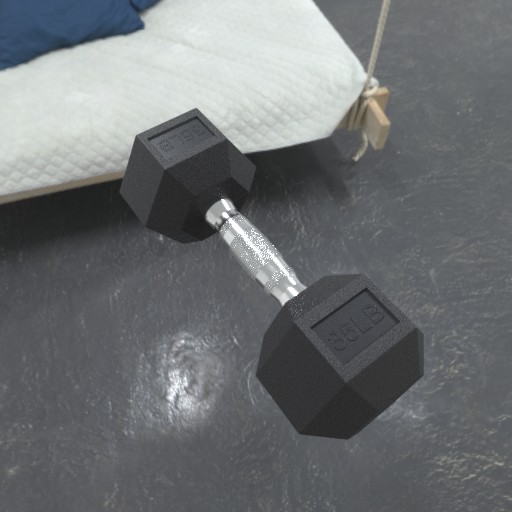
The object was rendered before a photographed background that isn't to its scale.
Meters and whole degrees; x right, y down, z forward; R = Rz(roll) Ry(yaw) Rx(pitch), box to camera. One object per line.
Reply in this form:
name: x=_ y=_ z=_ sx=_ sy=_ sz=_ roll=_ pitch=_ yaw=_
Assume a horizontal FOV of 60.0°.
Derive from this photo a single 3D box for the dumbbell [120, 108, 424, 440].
dumbbell: x=0.000 y=0.000 z=0.434 sx=0.141 sy=0.123 sz=0.356 roll=-32 pitch=62 yaw=-19
